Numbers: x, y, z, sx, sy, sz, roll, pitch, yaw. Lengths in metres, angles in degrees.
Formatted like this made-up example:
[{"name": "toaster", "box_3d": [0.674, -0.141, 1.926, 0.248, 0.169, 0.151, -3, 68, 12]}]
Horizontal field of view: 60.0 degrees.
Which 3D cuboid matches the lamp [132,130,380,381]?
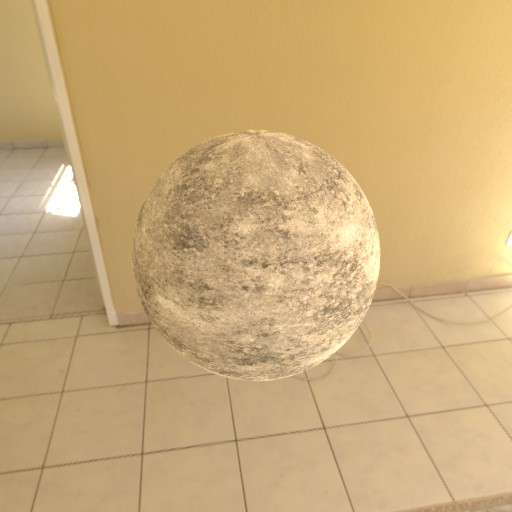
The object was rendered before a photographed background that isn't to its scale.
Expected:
[{"name": "lamp", "box_3d": [0.000, 0.000, 0.782, 0.422, 0.429, 0.422, 0, 32, 0]}]
